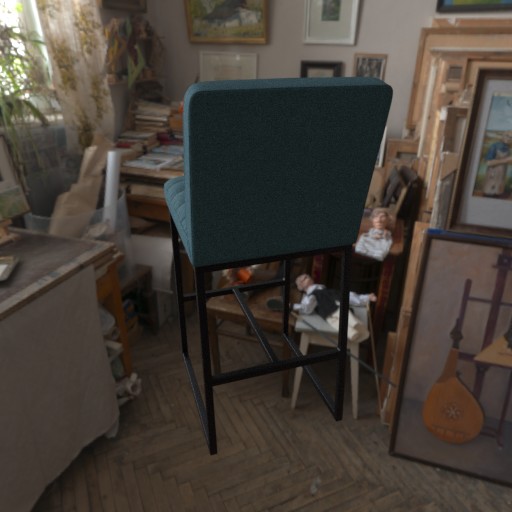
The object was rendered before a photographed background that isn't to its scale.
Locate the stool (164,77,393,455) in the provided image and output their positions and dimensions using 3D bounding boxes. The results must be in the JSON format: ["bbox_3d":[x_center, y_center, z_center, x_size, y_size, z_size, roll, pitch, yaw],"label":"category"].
[{"bbox_3d":[0.000,0.000,1.349,0.460,1.040,0.560,-8,27,-16],"label":"stool"}]
